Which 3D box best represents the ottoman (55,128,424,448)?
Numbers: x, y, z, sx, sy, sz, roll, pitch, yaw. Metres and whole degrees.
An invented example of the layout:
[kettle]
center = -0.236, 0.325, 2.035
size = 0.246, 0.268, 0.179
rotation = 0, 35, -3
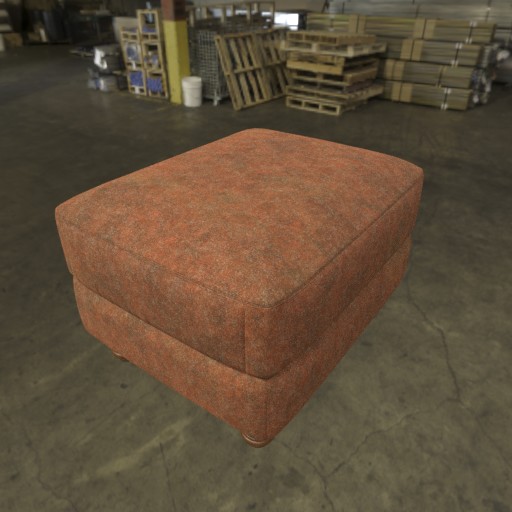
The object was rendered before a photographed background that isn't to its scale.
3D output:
[ottoman]
center = 0.000, 0.000, 1.161
size = 0.635, 0.508, 0.787
rotation = 21, 38, 30
